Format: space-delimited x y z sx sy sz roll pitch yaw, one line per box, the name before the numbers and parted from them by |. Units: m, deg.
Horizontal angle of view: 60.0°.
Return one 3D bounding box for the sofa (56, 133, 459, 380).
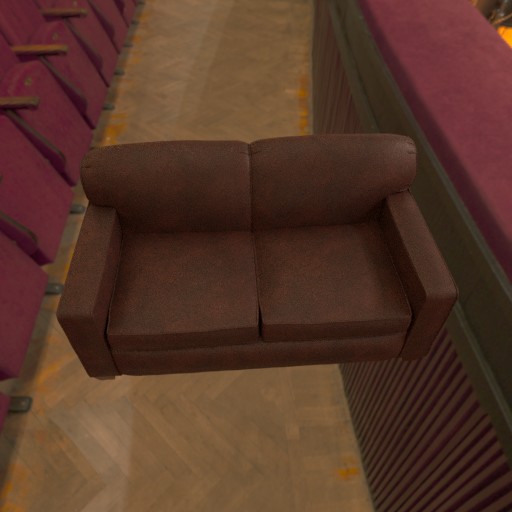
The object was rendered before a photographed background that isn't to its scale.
sofa | 0.000 0.000 2.422 1.856 0.966 1.000 -3 47 -3
